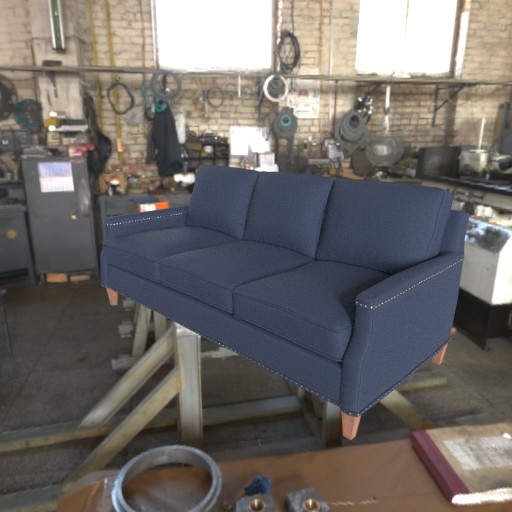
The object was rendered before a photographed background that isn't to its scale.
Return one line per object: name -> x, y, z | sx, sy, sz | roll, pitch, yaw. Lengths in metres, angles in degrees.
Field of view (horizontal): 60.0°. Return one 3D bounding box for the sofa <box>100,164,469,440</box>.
sofa -> 0.000, 0.000, 2.829 | 1.084, 1.003, 2.246 | -16, 23, -43
